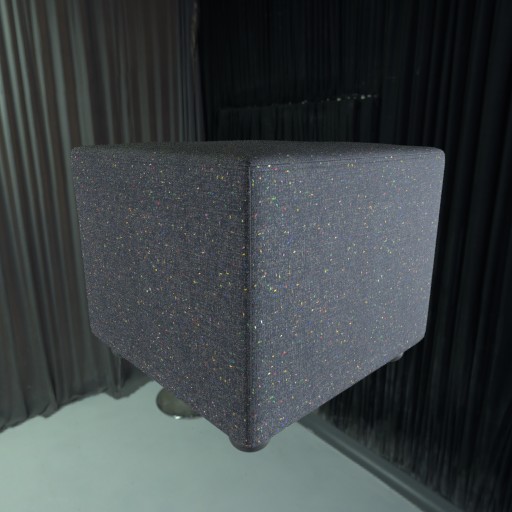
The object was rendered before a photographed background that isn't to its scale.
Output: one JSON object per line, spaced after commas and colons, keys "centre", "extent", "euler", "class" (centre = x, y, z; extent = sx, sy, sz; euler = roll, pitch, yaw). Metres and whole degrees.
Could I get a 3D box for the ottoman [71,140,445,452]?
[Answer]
{"centre": [0.000, 0.000, 0.865], "extent": [0.508, 0.432, 0.508], "euler": [-14, 21, -41], "class": "ottoman"}
